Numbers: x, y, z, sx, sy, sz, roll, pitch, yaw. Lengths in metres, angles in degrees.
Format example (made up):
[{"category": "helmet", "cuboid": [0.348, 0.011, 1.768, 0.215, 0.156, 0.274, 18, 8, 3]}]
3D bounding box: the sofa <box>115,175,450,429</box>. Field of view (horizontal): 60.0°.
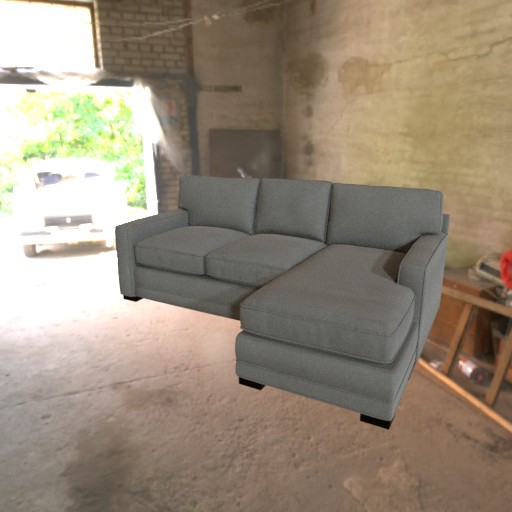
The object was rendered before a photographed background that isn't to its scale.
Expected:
[{"category": "sofa", "cuboid": [0.000, 0.000, 2.805, 2.087, 0.861, 1.496, 8, 18, 28]}]
